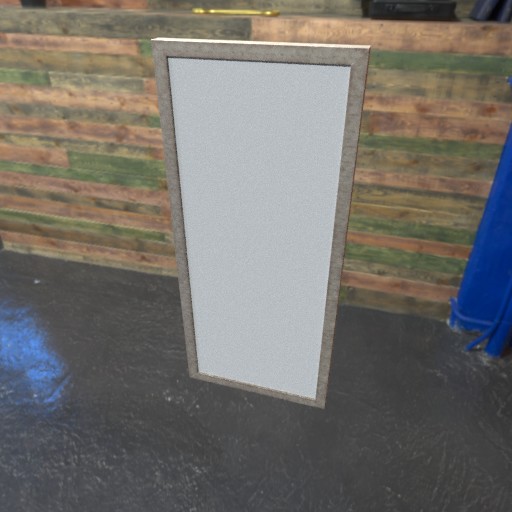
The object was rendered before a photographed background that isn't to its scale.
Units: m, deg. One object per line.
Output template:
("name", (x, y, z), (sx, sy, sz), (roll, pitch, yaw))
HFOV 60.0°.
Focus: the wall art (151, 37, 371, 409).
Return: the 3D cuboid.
("wall art", (0.000, 0.000, 1.671), (0.648, 1.461, 0.051), (9, 33, 14))
